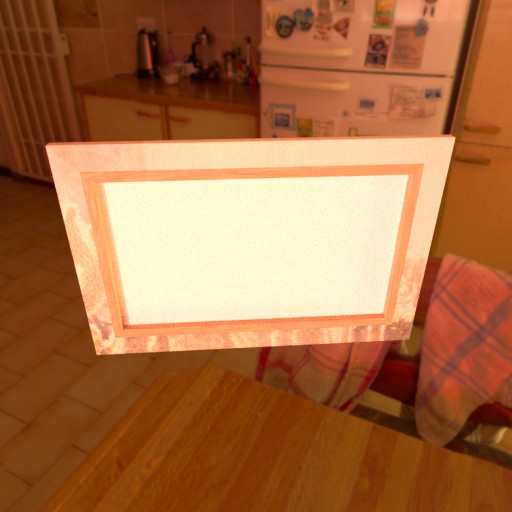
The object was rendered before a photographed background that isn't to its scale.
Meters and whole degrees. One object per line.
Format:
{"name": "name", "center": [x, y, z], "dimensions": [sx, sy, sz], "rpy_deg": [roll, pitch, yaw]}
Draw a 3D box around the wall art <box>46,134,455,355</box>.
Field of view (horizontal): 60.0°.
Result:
{"name": "wall art", "center": [0.000, 0.000, 1.919], "dimensions": [1.525, 1.012, 0.038], "rpy_deg": [-2, 31, -4]}
